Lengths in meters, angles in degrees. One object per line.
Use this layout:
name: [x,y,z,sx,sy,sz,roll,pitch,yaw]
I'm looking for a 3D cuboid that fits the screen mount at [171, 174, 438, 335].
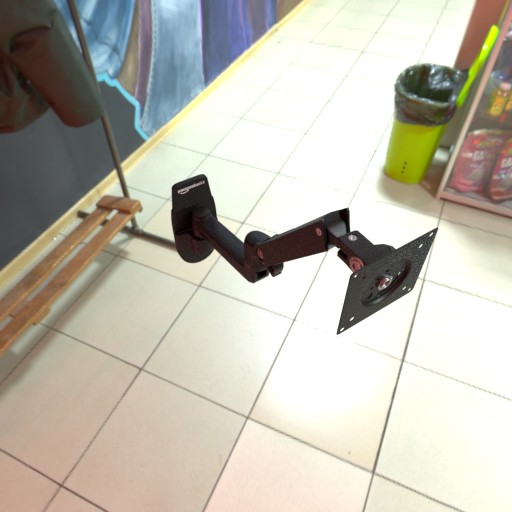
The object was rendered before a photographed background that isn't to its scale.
screen mount: [0.000,0.000,0.731,0.115,0.466,0.495,-25,52,-22]
